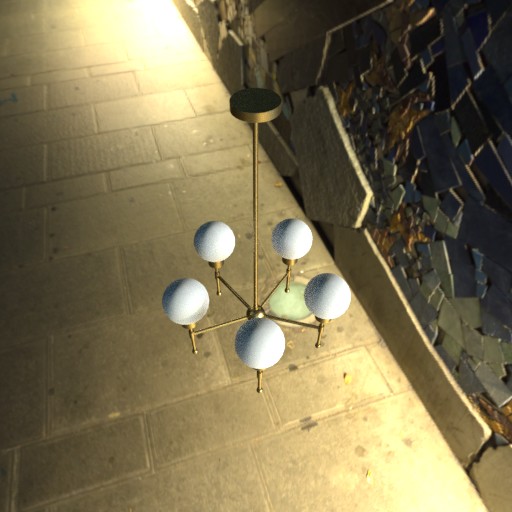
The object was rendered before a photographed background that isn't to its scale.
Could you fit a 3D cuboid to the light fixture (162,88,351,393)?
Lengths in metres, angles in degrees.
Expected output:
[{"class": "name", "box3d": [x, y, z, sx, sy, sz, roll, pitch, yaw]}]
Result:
[{"class": "light fixture", "box3d": [0.000, 0.000, 1.826, 0.815, 1.331, 0.785, -2, 47, -2]}]
